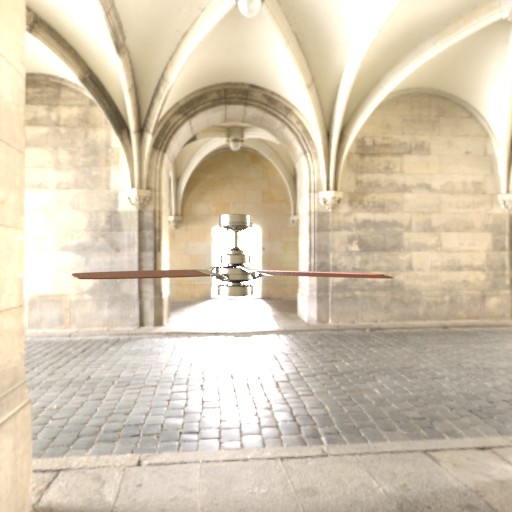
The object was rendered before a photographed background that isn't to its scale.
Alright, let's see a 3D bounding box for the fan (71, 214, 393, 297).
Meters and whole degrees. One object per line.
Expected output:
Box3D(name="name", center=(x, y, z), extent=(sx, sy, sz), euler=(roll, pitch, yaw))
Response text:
Box3D(name="fan", center=(0.000, 0.000, 2.115), extent=(1.271, 0.410, 1.416), euler=(0, -1, 36))
